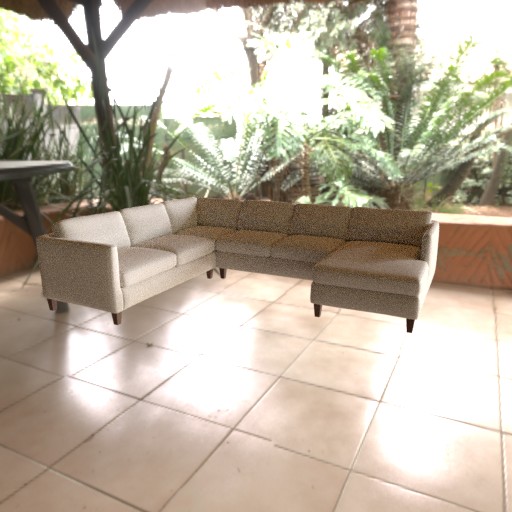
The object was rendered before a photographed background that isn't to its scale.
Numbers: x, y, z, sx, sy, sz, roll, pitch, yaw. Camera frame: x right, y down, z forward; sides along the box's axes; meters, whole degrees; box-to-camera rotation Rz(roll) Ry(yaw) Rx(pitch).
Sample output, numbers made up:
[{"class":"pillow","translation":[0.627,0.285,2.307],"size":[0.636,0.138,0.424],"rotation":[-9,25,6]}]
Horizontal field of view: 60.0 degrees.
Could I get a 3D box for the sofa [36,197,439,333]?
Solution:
[{"class":"sofa","translation":[0.000,0.000,4.451],"size":[3.238,0.853,2.551],"rotation":[7,16,25]}]
